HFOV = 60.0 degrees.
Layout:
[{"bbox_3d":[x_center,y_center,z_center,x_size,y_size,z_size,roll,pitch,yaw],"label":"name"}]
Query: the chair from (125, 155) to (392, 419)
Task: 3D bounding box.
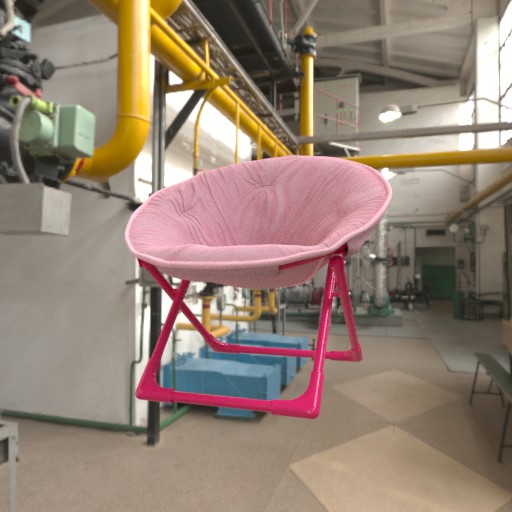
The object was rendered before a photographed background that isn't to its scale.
[{"bbox_3d":[0.000,0.000,0.888,0.522,0.494,0.459,0,0,18],"label":"chair"}]
